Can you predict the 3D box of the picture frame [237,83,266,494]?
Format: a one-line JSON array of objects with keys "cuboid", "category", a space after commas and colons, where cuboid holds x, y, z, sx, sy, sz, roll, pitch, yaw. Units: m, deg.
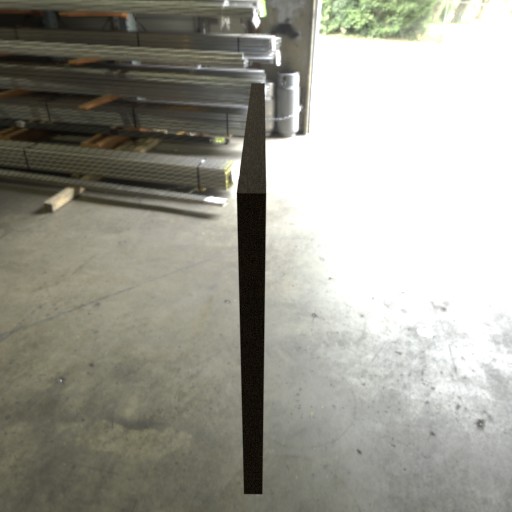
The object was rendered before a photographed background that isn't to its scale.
[{"cuboid": [0.000, 0.000, 0.741, 0.026, 0.455, 0.546, 0, 31, 1], "category": "picture frame"}]
